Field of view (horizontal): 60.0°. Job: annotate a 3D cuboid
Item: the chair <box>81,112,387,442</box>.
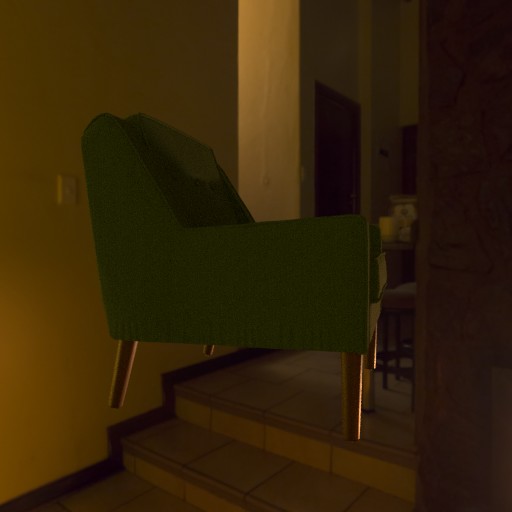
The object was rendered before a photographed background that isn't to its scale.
[{"bbox_3d":[0.000,0.000,1.331,0.743,0.792,0.663,1,2,18],"label":"chair"}]
